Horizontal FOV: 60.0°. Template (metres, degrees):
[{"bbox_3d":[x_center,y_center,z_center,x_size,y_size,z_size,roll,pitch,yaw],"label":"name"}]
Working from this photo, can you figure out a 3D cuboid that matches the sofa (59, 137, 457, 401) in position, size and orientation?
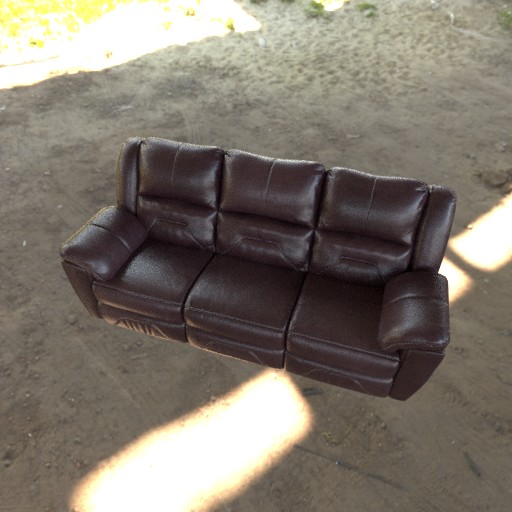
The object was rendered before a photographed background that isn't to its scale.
[{"bbox_3d":[0.000,0.000,2.856,2.337,1.043,0.991,12,43,13],"label":"sofa"}]
